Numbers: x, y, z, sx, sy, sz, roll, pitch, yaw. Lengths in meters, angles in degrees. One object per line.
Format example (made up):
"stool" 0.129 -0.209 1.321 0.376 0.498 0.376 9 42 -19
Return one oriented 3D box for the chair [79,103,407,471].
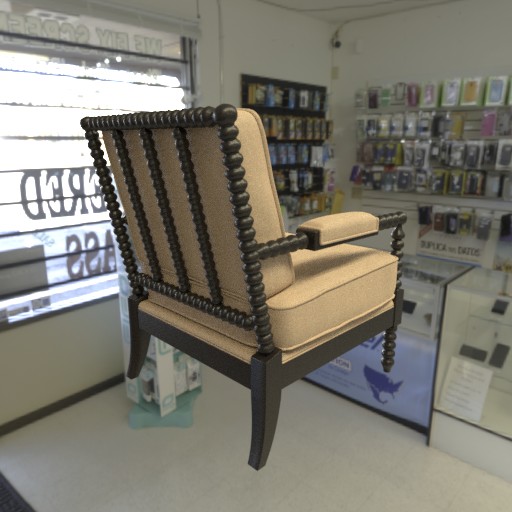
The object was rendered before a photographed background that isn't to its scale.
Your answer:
"chair" 0.000 0.000 1.158 0.657 0.703 0.555 -14 20 -43
